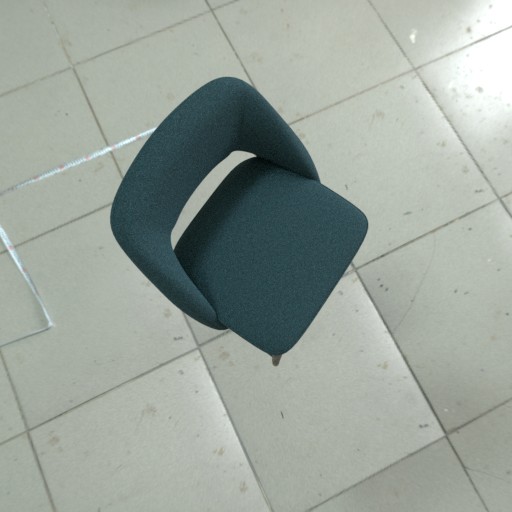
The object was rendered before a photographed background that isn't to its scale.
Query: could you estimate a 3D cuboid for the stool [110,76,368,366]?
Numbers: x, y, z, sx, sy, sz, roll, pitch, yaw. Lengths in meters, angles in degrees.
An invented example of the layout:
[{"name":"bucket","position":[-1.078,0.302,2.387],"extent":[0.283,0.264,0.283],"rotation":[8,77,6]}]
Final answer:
[{"name":"stool","position":[0.000,0.000,1.377],"extent":[0.522,1.032,0.536],"rotation":[34,79,8]}]
